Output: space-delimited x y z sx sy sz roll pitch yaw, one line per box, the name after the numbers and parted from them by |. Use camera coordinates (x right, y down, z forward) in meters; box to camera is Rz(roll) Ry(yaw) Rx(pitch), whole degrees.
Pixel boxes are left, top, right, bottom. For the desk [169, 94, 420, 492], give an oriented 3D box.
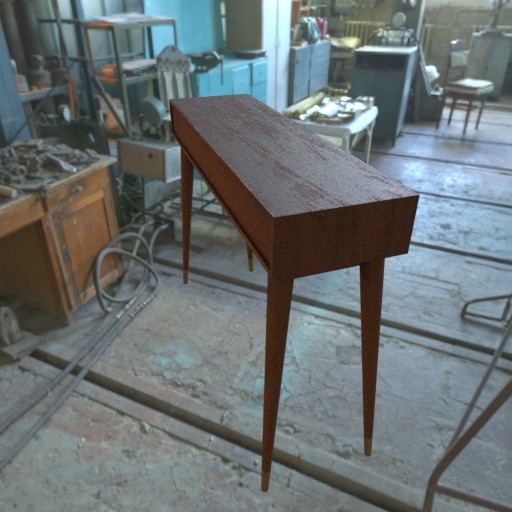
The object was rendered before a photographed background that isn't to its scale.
0.000 0.000 1.646 0.384 0.917 1.204 -10 32 -17 | desk
